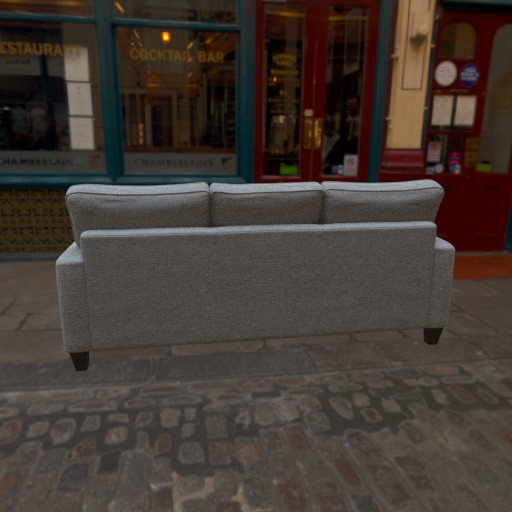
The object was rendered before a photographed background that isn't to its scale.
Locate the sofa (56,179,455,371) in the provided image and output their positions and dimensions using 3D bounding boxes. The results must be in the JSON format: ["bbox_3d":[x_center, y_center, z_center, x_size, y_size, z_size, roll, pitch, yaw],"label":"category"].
[{"bbox_3d":[0.000,0.000,2.780,2.158,0.965,0.951,-2,13,-9],"label":"sofa"}]
